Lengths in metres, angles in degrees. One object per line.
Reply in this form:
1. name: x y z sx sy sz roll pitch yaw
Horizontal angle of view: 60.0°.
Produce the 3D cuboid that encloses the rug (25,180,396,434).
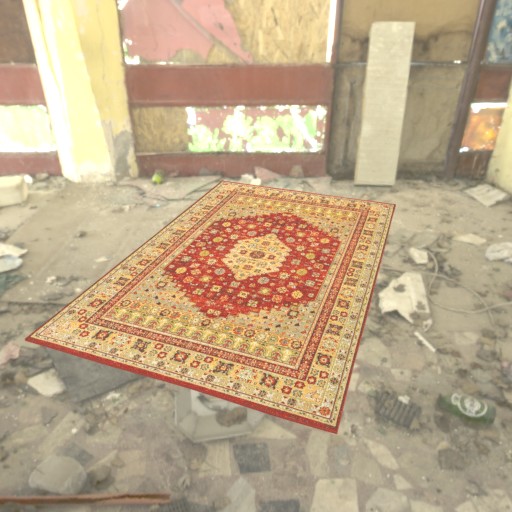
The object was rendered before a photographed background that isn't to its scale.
1. rug: 0.000 0.000 2.225 1.194 0.013 1.802 11 32 18
